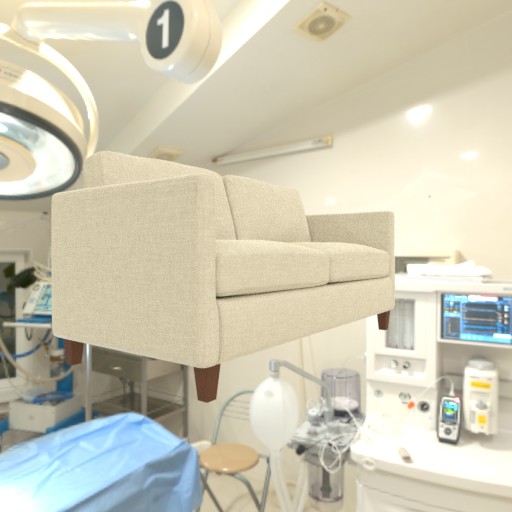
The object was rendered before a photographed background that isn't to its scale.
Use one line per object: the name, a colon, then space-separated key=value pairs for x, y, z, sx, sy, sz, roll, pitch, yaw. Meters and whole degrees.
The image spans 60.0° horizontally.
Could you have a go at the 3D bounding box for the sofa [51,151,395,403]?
sofa: x=0.000 y=0.000 z=2.424 sx=0.950 sy=0.963 sz=1.838 roll=1 pitch=1 yaw=36
